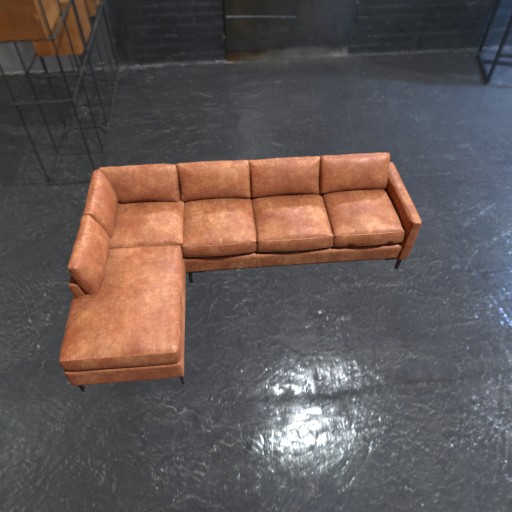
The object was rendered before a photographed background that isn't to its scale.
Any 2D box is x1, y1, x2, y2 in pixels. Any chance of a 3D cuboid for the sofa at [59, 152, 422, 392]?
[{"bbox_3d":[0.000,0.000,3.892,2.984,0.877,1.938,-4,47,-3],"label":"sofa"}]
